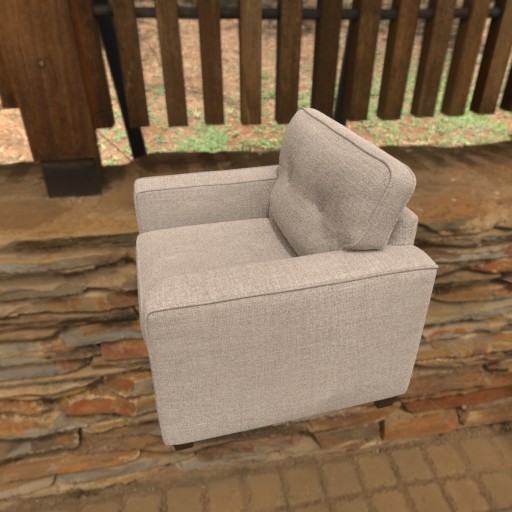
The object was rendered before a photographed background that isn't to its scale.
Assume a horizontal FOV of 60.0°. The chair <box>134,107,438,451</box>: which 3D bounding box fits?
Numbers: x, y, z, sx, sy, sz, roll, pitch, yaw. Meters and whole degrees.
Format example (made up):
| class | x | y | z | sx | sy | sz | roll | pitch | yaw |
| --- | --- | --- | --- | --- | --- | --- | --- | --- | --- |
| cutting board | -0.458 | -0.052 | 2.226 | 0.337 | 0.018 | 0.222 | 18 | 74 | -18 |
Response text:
| class | x | y | z | sx | sy | sz | roll | pitch | yaw |
| --- | --- | --- | --- | --- | --- | --- | --- | --- | --- |
| chair | 0.000 | 0.000 | 1.766 | 0.939 | 0.965 | 1.015 | -8 | 32 | -13 |
